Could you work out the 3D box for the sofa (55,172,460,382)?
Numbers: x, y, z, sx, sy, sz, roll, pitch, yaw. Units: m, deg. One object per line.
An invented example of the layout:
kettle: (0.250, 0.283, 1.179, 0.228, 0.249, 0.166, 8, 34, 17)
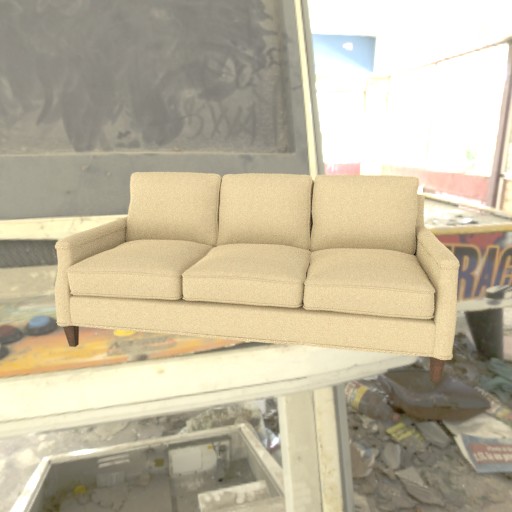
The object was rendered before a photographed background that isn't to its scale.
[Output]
sofa: (0.000, 0.000, 2.855, 2.246, 1.003, 1.084, 3, 15, 11)
